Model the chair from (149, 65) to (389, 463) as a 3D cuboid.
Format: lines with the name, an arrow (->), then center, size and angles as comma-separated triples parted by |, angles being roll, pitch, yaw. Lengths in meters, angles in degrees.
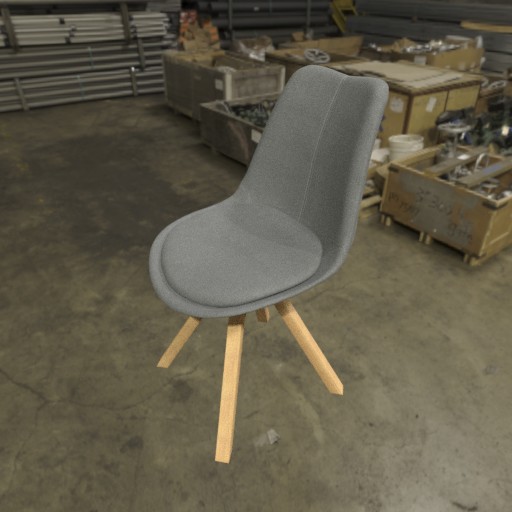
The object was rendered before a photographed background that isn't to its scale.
chair -> 0.000, 0.000, 1.168 | 0.549, 0.863, 0.474 | -19, 37, -27
